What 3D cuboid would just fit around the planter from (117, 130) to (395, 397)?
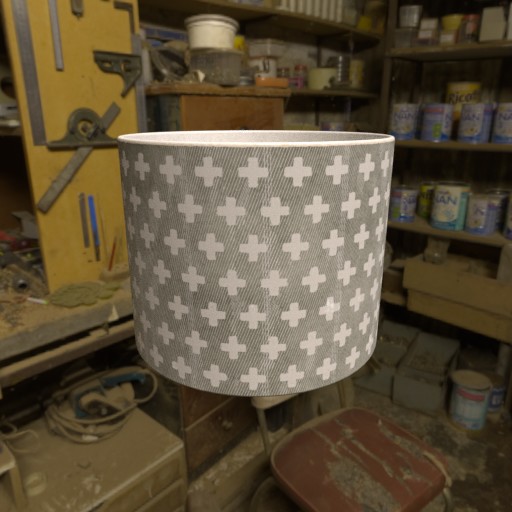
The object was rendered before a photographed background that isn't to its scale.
[{"bbox_3d":[0.000,0.000,0.344,0.190,0.181,0.190,0,18,0],"label":"planter"}]
